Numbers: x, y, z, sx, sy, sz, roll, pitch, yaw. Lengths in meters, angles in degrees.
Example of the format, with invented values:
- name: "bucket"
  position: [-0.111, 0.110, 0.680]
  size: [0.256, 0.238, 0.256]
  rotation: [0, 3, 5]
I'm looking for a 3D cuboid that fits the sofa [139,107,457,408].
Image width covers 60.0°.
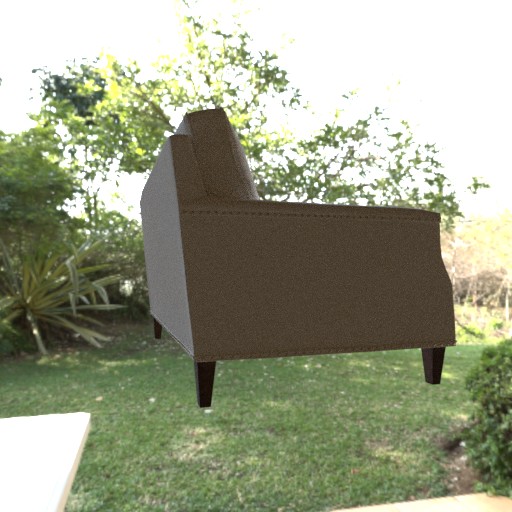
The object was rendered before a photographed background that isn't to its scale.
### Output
- name: "sofa"
  position: [0.000, 0.000, 2.238]
  size: [1.084, 1.003, 1.597]
  rotation: [1, -2, -18]
